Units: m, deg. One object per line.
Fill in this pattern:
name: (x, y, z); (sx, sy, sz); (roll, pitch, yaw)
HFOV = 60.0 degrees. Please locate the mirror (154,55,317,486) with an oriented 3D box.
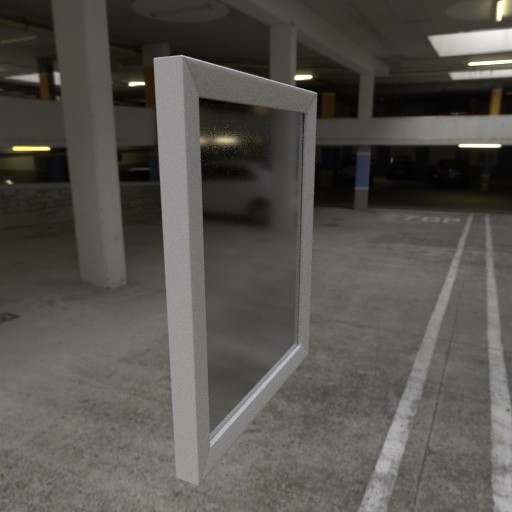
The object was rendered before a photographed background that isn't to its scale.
mirror: (0.000, 0.000, 0.684); (0.041, 0.508, 0.405); (7, 16, 26)
